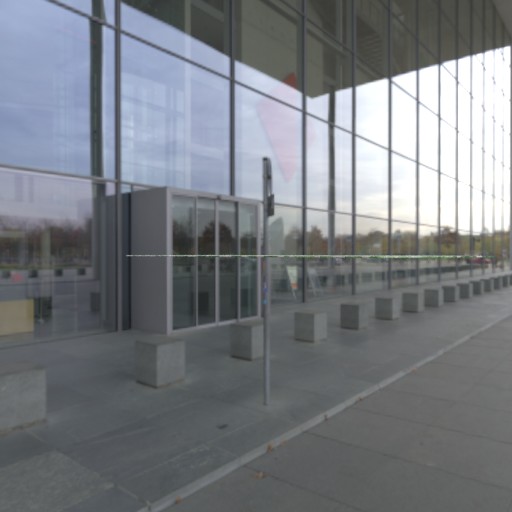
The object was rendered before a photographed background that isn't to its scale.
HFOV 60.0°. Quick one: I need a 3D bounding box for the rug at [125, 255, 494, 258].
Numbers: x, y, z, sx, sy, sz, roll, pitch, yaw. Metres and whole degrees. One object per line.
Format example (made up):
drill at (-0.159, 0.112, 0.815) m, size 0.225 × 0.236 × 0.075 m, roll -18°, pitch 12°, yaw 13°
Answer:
rug at (0.000, 0.000, 2.665) m, size 0.761 × 0.006 × 2.438 m, roll 0°, pitch 0°, yaw -35°
